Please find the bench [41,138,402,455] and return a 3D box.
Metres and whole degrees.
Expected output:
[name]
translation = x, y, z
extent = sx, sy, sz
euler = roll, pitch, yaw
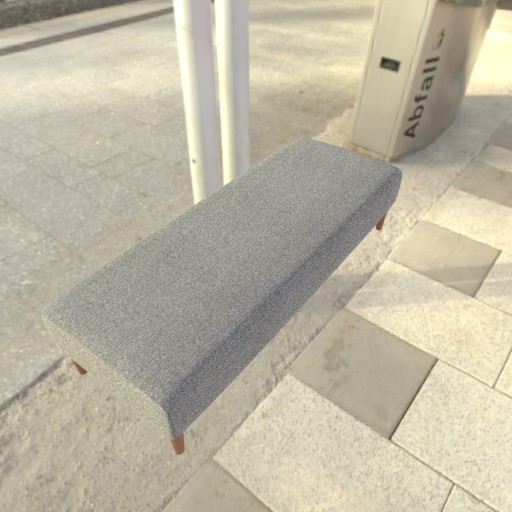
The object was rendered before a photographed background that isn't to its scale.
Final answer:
[bench]
translation = 0.000, 0.000, 1.896
extent = 0.631, 0.384, 1.598
euler = 26, 47, 27
